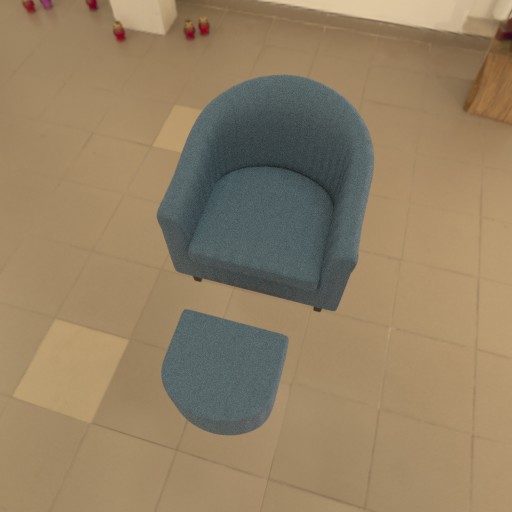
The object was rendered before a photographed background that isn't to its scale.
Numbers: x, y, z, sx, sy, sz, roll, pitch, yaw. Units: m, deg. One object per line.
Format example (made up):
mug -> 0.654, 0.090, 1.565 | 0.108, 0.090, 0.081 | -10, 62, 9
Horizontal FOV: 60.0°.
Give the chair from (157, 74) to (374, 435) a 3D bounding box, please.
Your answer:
chair -> 0.000, 0.000, 1.770 | 0.756, 0.757, 1.288 | 14, 60, 8
